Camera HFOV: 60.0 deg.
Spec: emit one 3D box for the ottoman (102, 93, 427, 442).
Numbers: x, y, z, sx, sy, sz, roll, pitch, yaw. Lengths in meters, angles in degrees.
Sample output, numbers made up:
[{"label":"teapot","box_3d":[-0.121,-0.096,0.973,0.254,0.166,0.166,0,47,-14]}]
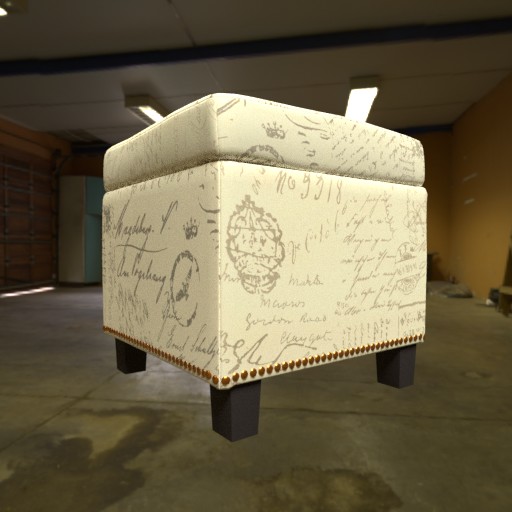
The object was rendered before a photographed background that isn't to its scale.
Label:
[{"label":"ottoman","box_3d":[0.000,0.000,0.839,0.449,0.457,0.450,-1,2,-37]}]
